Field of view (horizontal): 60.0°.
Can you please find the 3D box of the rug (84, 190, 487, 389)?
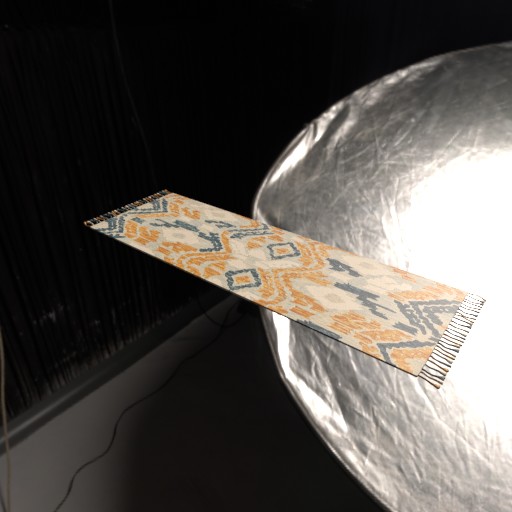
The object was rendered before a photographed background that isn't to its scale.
[{"bbox_3d":[0.000,0.000,2.666,2.437,0.010,0.783,21,36,32],"label":"rug"}]
